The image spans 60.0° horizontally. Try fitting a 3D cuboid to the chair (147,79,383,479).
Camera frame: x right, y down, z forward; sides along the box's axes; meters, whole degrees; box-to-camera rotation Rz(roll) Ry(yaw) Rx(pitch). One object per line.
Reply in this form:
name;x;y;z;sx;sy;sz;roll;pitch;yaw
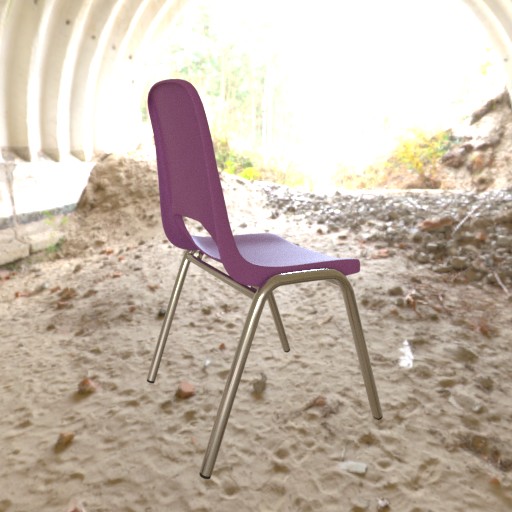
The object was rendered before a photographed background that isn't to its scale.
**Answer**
chair;0.000;0.000;0.695;0.301;0.493;0.291;-6;14;-27
